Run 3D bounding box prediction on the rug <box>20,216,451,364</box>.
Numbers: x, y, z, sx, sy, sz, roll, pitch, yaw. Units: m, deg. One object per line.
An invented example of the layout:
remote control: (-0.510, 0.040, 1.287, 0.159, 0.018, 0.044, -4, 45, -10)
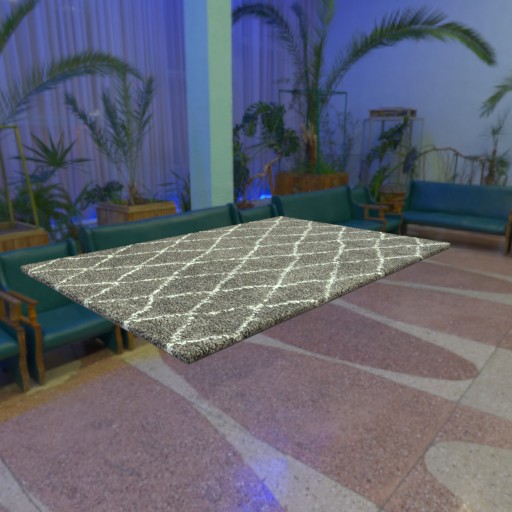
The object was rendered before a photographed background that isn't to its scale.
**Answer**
rug: (0.000, 0.000, 2.186, 1.219, 0.030, 1.778, 14, 21, 42)
